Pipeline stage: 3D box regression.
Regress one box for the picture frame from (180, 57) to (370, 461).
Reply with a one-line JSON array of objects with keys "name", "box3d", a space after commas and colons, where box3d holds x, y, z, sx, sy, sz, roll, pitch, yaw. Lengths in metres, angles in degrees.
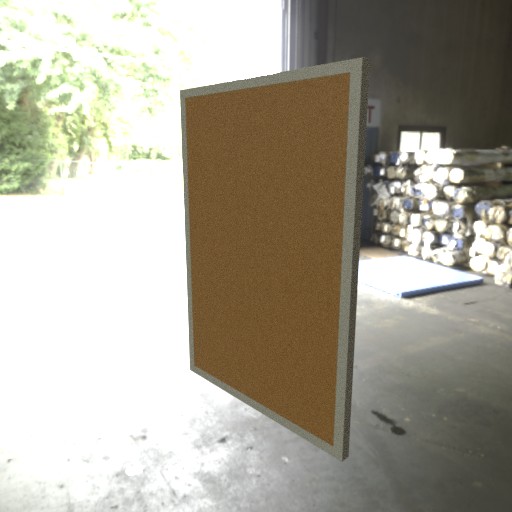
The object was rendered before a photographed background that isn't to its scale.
[{"name": "picture frame", "box3d": [0.000, 0.000, 0.575, 0.013, 0.434, 0.305, -12, 18, -42]}]
